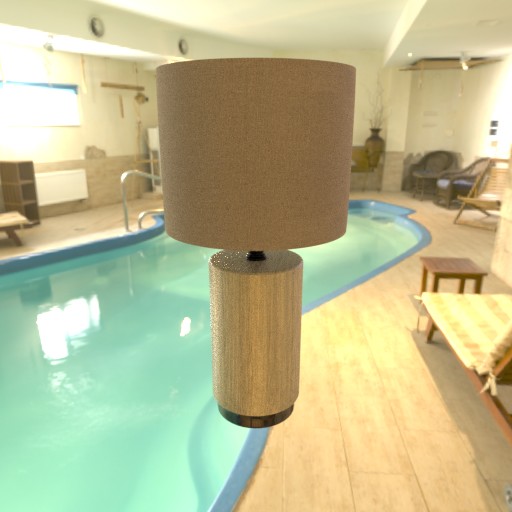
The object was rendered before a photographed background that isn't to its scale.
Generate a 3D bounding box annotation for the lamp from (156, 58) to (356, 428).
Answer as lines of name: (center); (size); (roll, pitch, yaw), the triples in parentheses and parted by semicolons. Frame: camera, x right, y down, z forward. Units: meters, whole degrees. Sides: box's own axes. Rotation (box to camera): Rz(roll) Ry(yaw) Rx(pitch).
lamp: (0.000, 0.000, 0.575); (0.228, 0.444, 0.228); (3, 17, 9)
